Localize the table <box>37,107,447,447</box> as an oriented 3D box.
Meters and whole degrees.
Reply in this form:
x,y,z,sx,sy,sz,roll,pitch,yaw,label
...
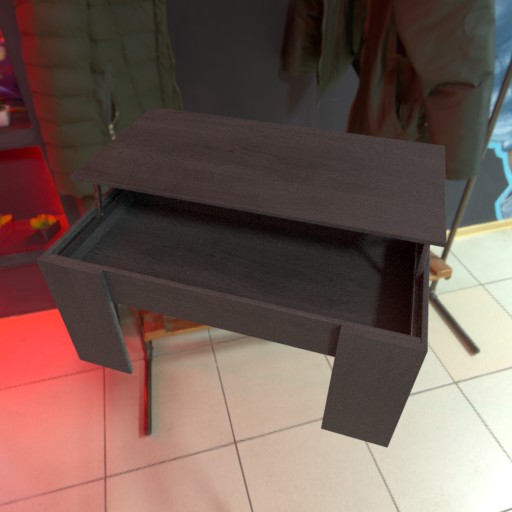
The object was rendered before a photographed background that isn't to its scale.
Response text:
x,y,z,sx,sy,sz,roll,pitch,yaw,label
0.000,0.000,1.412,1.000,0.570,0.711,12,42,13,table
